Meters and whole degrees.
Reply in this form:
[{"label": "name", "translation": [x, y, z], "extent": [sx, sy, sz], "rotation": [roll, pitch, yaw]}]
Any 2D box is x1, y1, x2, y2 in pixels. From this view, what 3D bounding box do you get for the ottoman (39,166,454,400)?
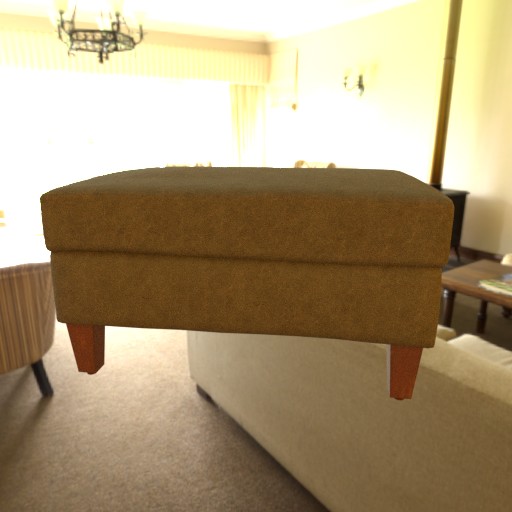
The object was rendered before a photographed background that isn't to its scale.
[{"label": "ottoman", "translation": [0.000, 0.000, 1.206], "extent": [0.839, 0.464, 0.639], "rotation": [2, 16, 8]}]
